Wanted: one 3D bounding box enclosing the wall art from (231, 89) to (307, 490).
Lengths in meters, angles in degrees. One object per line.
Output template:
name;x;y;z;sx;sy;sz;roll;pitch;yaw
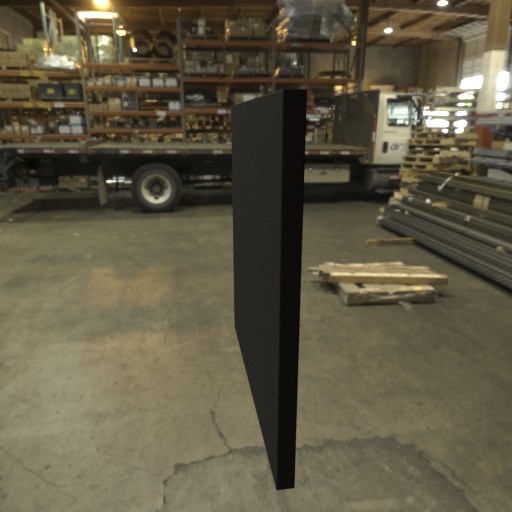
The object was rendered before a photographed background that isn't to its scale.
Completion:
wall art;0.000;0.000;1.149;0.038;0.762;0.762;-3;17;-9
